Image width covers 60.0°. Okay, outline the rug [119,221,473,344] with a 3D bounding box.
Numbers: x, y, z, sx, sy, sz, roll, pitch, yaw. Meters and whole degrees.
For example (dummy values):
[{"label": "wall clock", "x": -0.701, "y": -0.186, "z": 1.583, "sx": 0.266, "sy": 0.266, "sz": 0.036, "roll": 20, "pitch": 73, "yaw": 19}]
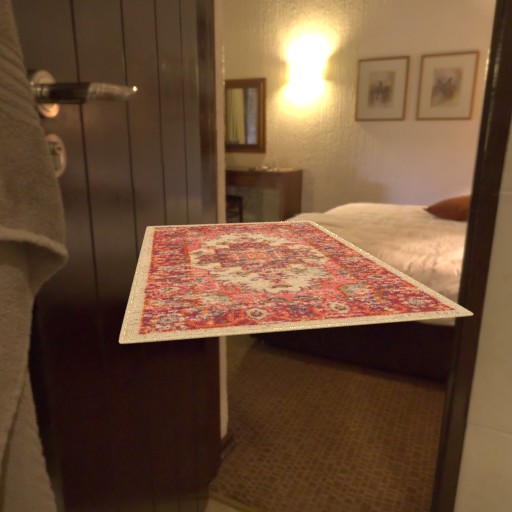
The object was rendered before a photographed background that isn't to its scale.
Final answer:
[{"label": "rug", "x": 0.000, "y": 0.000, "z": 1.078, "sx": 0.556, "sy": 0.004, "sz": 0.868, "roll": -3, "pitch": 15, "yaw": -10}]
